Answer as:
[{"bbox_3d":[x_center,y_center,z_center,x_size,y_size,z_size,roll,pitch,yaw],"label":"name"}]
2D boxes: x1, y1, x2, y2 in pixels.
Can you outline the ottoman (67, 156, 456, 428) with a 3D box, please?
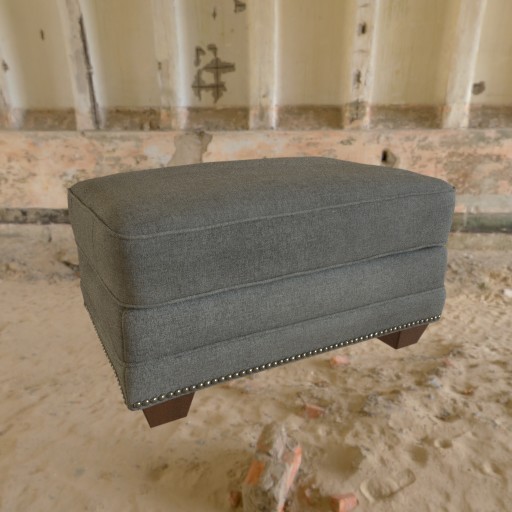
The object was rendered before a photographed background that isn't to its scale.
[{"bbox_3d":[0.000,0.000,1.116,0.813,0.457,0.561,-9,19,-27],"label":"ottoman"}]
